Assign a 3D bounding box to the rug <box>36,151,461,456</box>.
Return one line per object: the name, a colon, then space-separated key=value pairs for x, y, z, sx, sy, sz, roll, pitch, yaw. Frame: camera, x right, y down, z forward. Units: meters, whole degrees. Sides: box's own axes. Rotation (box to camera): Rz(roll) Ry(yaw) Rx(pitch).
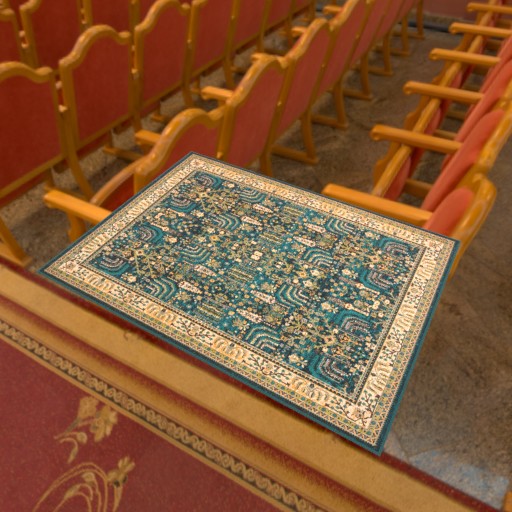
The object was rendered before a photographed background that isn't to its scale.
rug: x=0.000 y=0.000 z=3.916 sx=3.044 sy=0.015 sz=2.226 roll=22 pitch=49 yaw=21
